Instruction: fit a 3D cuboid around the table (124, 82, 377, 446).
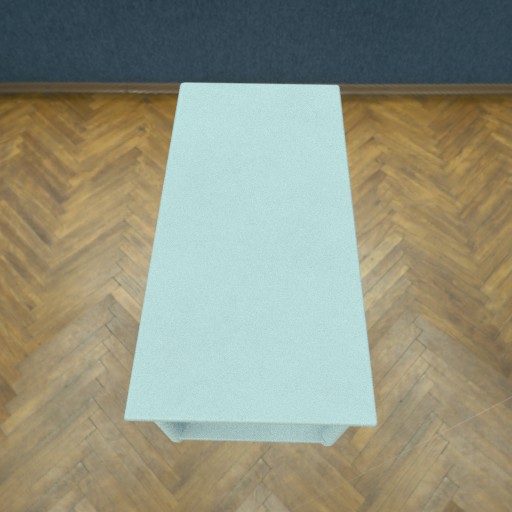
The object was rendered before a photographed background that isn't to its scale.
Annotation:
[{"bbox_3d":[0.000,0.000,1.500,0.580,0.487,1.171,1,58,1],"label":"table"}]
